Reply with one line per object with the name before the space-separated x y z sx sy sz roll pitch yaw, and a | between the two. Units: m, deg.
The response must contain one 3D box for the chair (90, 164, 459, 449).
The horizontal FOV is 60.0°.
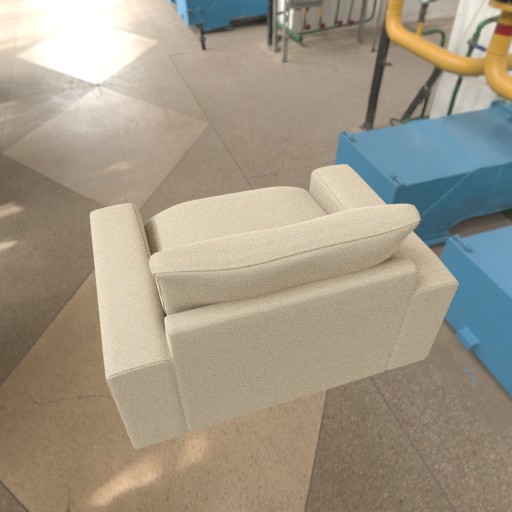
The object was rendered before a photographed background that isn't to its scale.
chair | 0.000 0.000 2.052 1.398 0.915 1.039 -13 44 -14
